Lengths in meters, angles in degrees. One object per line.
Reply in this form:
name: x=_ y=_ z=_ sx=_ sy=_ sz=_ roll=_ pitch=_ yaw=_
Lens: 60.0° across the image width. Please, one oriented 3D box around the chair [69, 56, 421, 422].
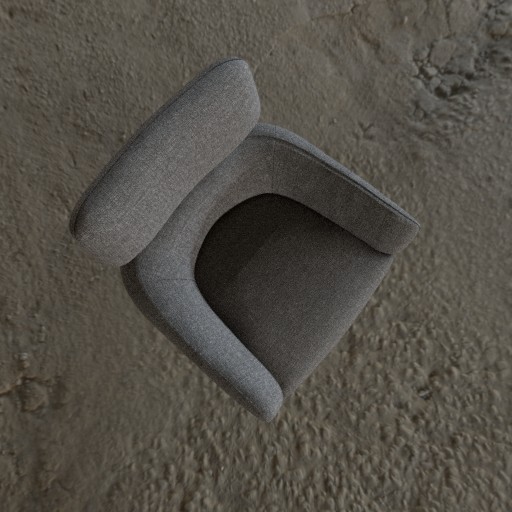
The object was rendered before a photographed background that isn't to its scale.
chair: x=0.000 y=0.000 z=1.349 sx=0.715 sy=0.812 sz=0.706 roll=39 pitch=80 yaw=8
